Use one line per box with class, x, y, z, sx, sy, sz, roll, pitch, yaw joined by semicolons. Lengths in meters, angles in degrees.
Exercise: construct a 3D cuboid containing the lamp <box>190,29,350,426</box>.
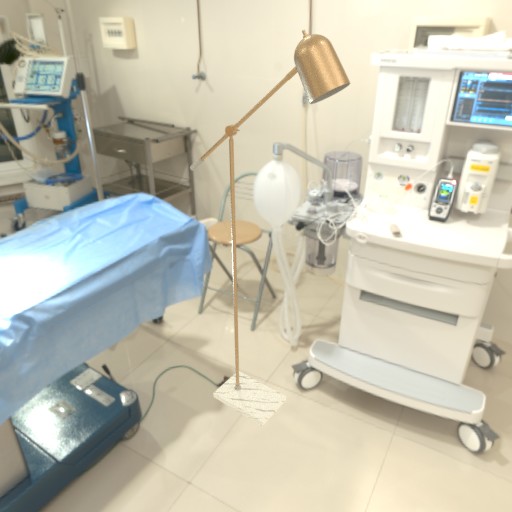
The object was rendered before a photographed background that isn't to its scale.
lamp;0.000;0.000;1.747;0.653;1.594;0.194;20;34;32
